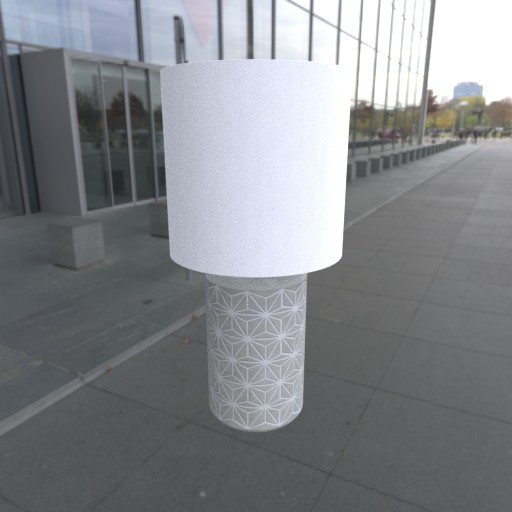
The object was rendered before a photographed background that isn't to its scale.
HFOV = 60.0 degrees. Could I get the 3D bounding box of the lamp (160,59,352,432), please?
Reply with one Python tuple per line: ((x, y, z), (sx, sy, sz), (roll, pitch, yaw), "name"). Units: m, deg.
((0.000, 0.000, 0.543), (0.206, 0.416, 0.206), (15, 22, 42), "lamp")
